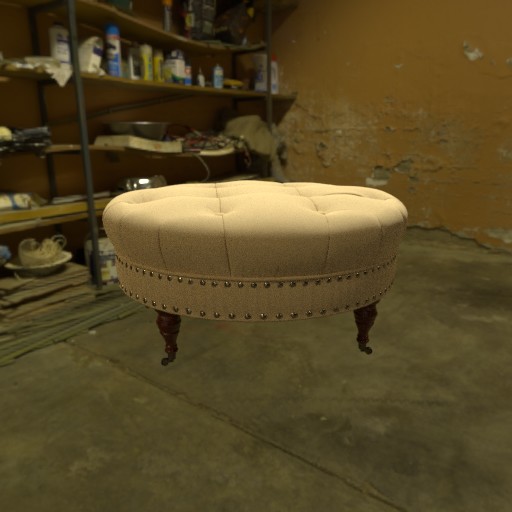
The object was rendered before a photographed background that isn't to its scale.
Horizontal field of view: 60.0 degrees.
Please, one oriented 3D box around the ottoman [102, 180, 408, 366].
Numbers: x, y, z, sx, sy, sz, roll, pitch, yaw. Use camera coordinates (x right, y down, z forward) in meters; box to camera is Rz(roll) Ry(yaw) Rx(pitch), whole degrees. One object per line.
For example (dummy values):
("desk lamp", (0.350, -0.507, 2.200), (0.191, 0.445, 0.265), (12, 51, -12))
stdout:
("ottoman", (0.000, 0.000, 1.408), (0.901, 0.439, 0.901), (0, 15, 0))
